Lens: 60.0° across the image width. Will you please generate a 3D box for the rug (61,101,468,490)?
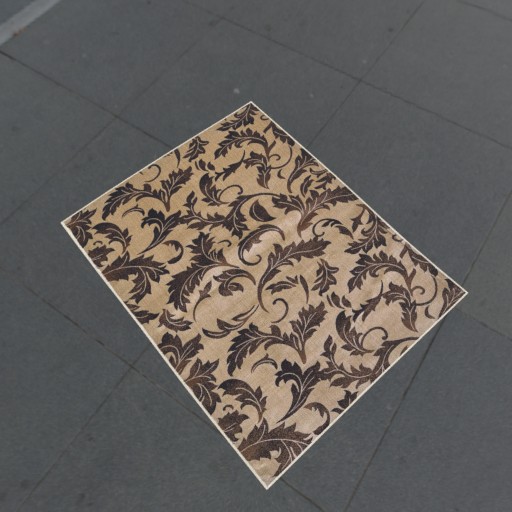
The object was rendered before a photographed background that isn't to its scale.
[{"bbox_3d":[0.000,0.000,4.055,2.380,0.008,2.977,-38,70,-16],"label":"rug"}]
